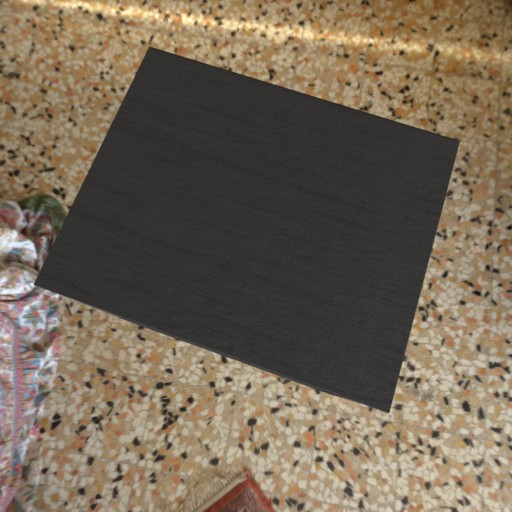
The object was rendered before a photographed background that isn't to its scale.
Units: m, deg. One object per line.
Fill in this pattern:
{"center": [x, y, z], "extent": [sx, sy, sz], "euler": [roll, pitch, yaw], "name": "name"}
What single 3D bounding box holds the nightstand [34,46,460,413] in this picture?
{"center": [0.000, 0.000, 0.754], "extent": [0.427, 0.448, 0.347], "euler": [19, 76, 5], "name": "nightstand"}
